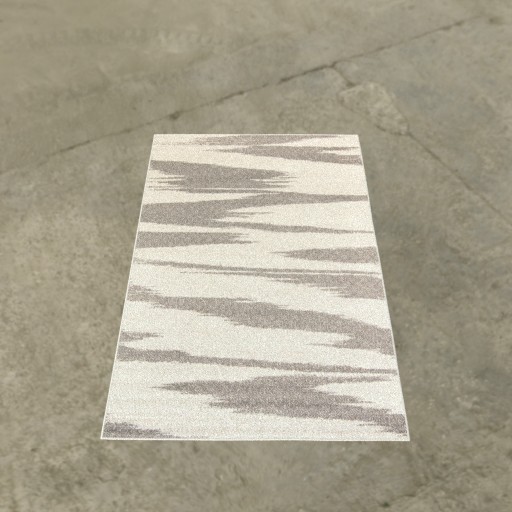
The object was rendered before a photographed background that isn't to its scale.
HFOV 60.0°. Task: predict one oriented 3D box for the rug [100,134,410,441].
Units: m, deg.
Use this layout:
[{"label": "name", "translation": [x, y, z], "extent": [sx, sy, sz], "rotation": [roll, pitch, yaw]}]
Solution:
[{"label": "rug", "translation": [0.000, 0.000, 2.750], "extent": [1.533, 0.010, 2.142], "rotation": [0, 58, 0]}]
